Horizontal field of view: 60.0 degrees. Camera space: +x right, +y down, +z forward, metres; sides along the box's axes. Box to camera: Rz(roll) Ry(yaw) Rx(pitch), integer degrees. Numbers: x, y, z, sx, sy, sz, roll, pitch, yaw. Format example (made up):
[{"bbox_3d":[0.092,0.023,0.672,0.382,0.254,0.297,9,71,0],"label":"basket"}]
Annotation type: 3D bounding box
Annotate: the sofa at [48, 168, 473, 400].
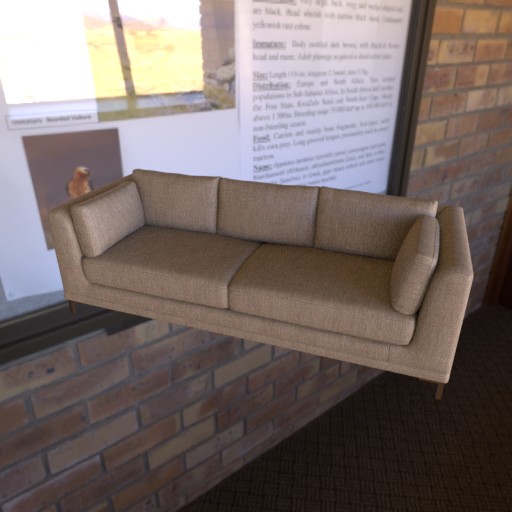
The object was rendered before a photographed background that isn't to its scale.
[{"bbox_3d":[0.000,0.000,2.878,2.415,0.867,0.969,9,27,18],"label":"sofa"}]
